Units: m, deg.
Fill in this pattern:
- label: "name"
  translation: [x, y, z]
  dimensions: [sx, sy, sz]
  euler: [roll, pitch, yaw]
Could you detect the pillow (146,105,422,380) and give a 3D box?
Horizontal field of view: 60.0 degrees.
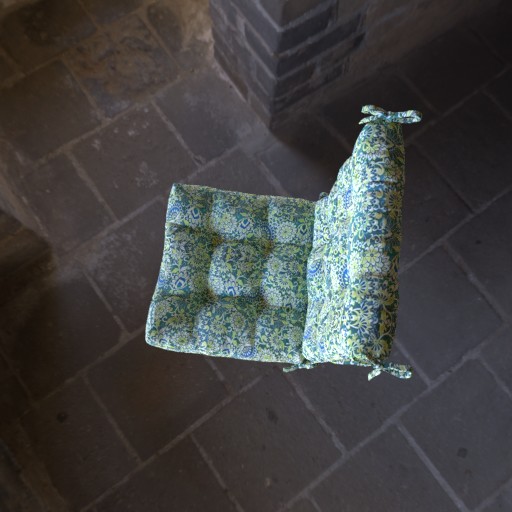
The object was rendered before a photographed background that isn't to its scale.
- label: "pillow"
  translation: [0.000, 0.000, 1.047]
  dimensions: [0.571, 0.605, 0.519]
  euler: [7, 77, 2]
